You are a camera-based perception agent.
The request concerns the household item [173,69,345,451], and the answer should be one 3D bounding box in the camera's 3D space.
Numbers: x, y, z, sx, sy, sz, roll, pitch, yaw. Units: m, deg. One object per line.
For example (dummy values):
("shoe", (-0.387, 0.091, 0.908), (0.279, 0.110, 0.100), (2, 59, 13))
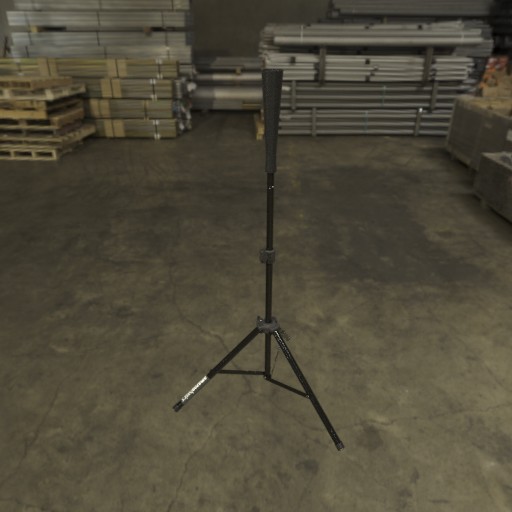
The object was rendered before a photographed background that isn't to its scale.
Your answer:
("household item", (0.000, 0.000, 1.362), (0.559, 1.067, 0.559), (1, 28, 1))
